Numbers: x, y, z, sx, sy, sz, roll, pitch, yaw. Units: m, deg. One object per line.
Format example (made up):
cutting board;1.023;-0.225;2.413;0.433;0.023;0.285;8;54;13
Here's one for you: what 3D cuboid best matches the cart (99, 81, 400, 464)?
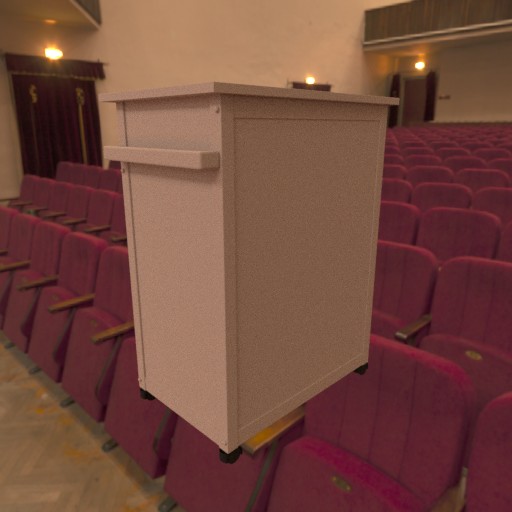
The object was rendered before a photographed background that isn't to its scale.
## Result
cart;0.000;0.000;1.271;0.683;0.864;0.442;-15;22;-42
